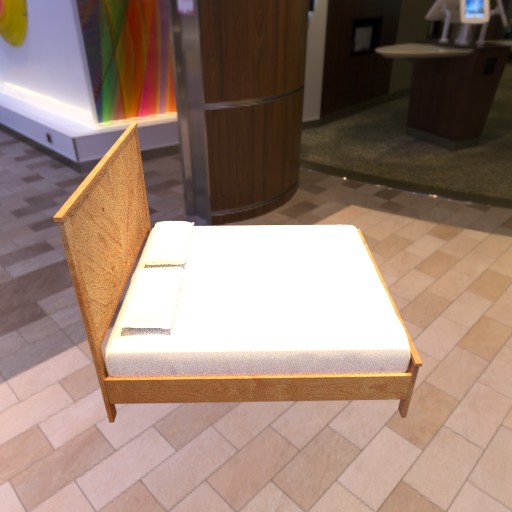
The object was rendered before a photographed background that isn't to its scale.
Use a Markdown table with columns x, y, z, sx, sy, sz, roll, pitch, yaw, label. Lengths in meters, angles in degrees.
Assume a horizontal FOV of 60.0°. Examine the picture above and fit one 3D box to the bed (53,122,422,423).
| x | y | z | sx | sy | sz | roll | pitch | yaw | label |
| --- | --- | --- | --- | --- | --- | --- | --- | --- | --- |
| 0.000 | 0.000 | 4.192 | 2.530 | 1.938 | 2.225 | -1 | 31 | -1 | bed |
